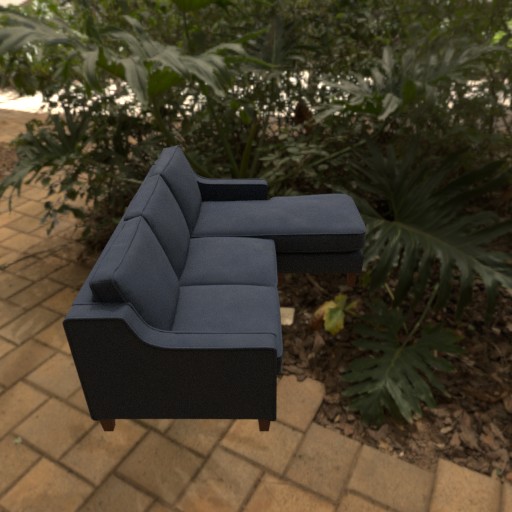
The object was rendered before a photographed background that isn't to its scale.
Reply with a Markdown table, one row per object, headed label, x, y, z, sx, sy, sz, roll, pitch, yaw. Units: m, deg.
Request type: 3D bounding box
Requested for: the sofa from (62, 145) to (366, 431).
| label | x | y | z | sx | sy | sz | roll | pitch | yaw |
| --- | --- | --- | --- | --- | --- | --- | --- | --- | --- |
| sofa | 0.000 | 0.000 | 3.276 | 1.858 | 1.066 | 2.317 | 0 | 31 | 0 |
